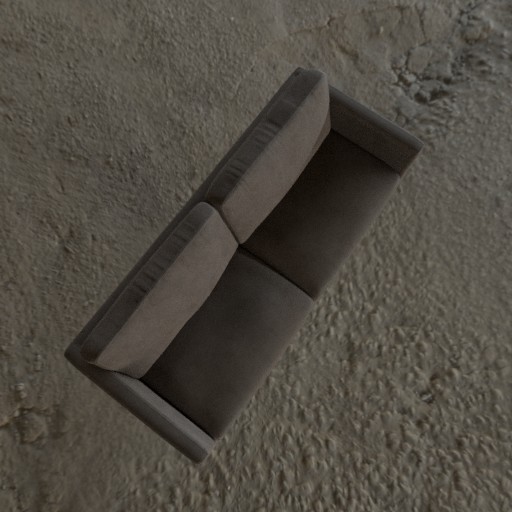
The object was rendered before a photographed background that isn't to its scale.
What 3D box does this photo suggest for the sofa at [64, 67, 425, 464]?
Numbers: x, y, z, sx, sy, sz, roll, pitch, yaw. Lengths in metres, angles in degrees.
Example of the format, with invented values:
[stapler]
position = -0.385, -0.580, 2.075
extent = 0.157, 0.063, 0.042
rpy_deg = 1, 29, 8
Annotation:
[sofa]
position = 0.000, 0.000, 2.727
extent = 0.951, 0.965, 2.208
rpy_deg = 35, 78, 9
